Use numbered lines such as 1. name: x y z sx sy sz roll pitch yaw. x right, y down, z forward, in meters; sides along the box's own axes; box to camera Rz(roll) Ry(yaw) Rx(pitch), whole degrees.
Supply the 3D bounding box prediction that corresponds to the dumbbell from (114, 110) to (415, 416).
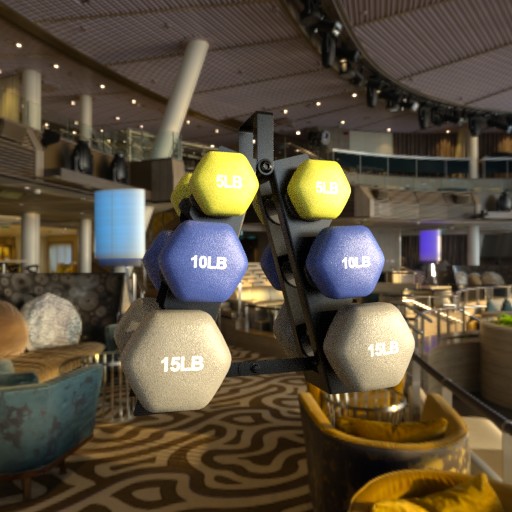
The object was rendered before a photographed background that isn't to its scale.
1. dumbbell: 0.000 0.000 0.691 0.416 0.426 0.261 0 -1 -19
